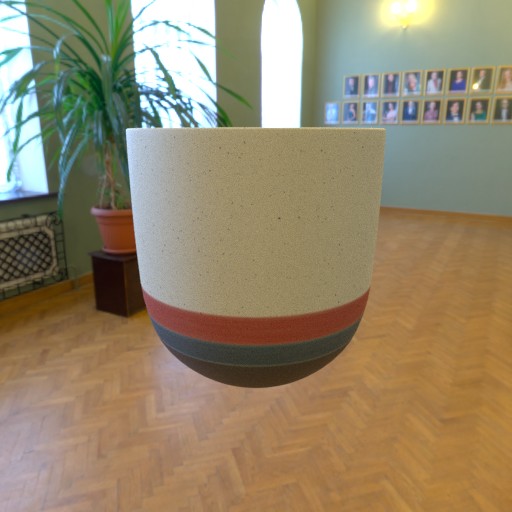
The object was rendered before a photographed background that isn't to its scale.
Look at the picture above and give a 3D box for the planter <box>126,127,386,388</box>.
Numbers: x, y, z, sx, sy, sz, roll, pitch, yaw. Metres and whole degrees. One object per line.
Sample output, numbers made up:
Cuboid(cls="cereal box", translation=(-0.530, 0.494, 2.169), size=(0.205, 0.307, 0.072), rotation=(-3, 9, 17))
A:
Cuboid(cls="planter", translation=(0.000, 0.000, 0.389), size=(0.204, 0.214, 0.204), rotation=(0, 15, 0))
